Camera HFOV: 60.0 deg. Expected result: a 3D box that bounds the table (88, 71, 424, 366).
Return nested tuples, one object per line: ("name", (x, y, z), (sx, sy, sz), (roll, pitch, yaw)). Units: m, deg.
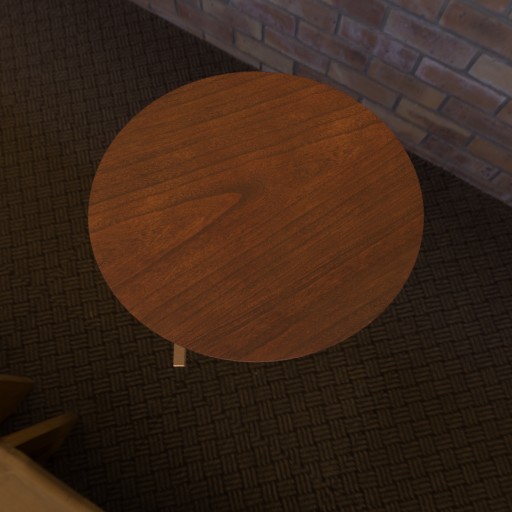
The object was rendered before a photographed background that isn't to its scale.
("table", (0.000, 0.000, 1.106), (0.577, 0.706, 0.530), (0, 75, 0))
